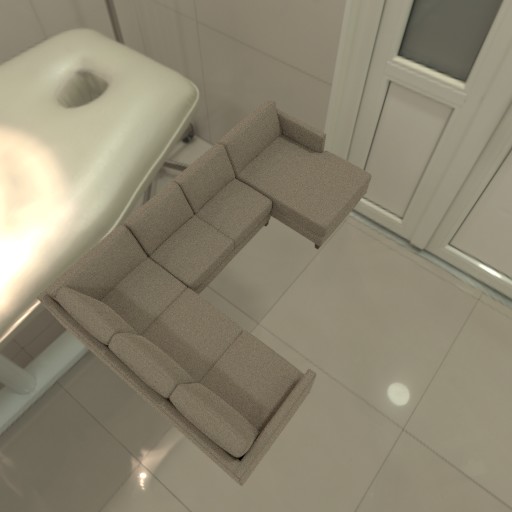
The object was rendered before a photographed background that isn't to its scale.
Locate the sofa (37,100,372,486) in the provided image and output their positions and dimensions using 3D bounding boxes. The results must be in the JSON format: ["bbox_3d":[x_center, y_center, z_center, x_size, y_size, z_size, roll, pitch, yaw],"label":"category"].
[{"bbox_3d":[0.000,0.000,4.562,2.424,0.865,3.438,34,64,19],"label":"sofa"}]
